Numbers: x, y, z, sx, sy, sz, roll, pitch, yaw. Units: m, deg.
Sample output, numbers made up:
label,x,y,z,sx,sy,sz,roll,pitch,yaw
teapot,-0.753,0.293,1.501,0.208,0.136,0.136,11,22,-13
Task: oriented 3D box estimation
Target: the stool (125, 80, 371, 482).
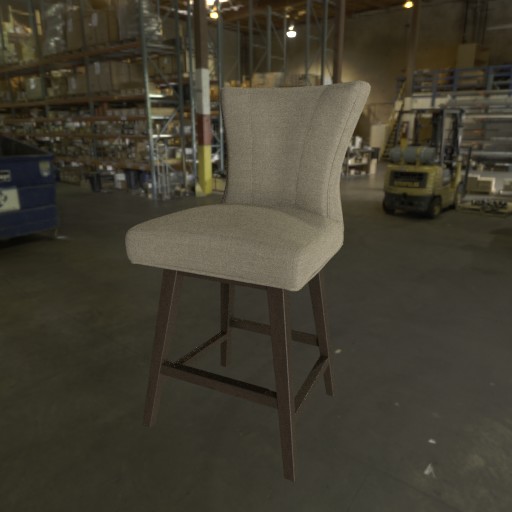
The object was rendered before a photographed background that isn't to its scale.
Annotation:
label,x,y,z,sx,sy,sz,roll,pitch,yaw
stool,0.000,0.000,1.329,0.514,1.000,0.574,8,18,26
